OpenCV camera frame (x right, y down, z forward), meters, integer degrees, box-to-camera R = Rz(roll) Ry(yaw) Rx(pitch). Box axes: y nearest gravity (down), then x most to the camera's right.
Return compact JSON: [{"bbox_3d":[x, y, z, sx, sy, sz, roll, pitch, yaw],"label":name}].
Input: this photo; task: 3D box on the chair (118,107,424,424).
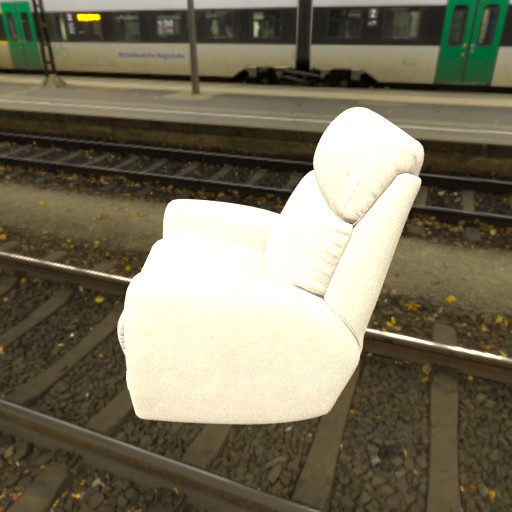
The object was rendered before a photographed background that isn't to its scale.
[{"bbox_3d":[0.000,0.000,1.670,0.941,1.015,0.812,0,27,0],"label":"chair"}]
